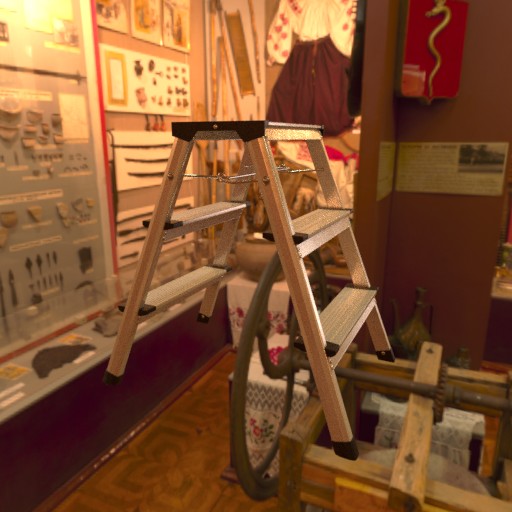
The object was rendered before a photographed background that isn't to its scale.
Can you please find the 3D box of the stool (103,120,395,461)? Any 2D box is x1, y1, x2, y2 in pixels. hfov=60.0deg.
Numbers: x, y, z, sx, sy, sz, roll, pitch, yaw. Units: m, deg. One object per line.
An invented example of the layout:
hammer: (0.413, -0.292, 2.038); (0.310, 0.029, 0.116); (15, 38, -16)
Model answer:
stool: (0.000, 0.000, 1.055); (0.622, 0.605, 0.437); (7, 17, 25)
